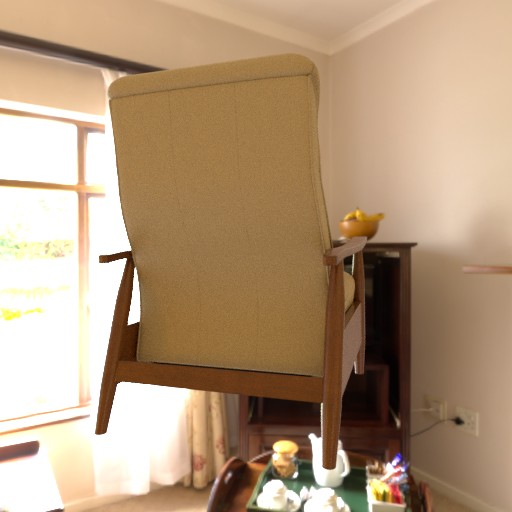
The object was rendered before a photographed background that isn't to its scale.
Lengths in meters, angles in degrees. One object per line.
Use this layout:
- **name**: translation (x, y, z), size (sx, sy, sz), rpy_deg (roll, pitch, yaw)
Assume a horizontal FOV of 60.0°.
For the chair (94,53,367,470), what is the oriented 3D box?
- **chair**: translation (0.000, 0.000, 1.701), size (0.762, 1.082, 1.014), rpy_deg (0, 0, 18)
